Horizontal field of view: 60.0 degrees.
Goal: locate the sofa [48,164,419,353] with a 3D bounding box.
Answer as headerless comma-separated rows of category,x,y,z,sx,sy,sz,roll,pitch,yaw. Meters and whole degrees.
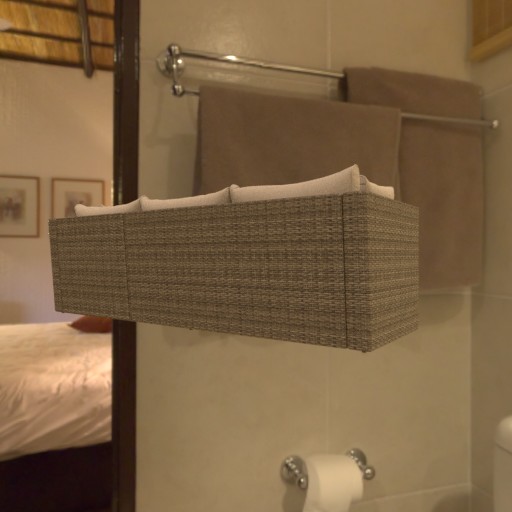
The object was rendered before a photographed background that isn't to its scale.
sofa,0.000,0.000,2.965,2.192,0.766,1.662,0,0,35
